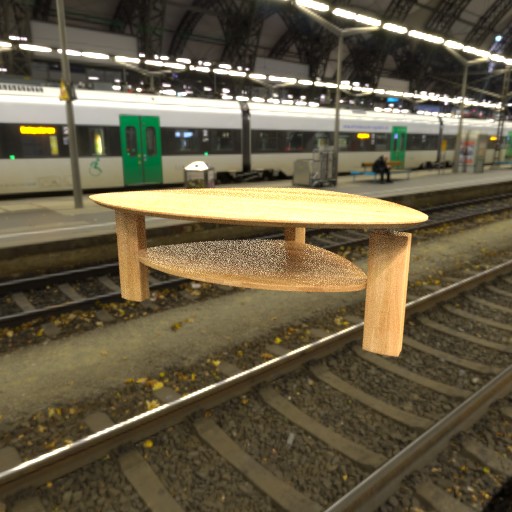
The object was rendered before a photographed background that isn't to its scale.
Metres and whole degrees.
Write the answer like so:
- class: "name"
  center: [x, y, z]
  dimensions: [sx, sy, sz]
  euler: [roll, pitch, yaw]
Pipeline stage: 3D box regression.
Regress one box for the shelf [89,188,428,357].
- class: "shelf"
  center: [0.000, 0.000, 1.684]
  dimensions: [1.240, 0.439, 0.863]
  euler: [8, 16, 27]
